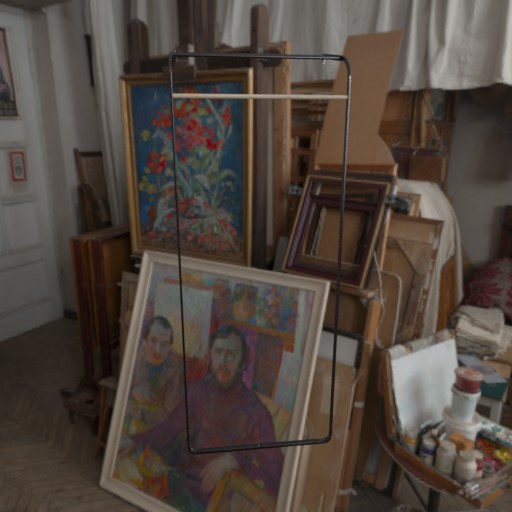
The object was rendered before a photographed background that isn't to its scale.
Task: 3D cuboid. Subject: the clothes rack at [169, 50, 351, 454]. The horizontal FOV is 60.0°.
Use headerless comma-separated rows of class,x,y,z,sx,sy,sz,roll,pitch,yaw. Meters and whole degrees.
clothes rack,0.000,0.000,1.797,0.609,1.574,0.349,-2,16,-7
